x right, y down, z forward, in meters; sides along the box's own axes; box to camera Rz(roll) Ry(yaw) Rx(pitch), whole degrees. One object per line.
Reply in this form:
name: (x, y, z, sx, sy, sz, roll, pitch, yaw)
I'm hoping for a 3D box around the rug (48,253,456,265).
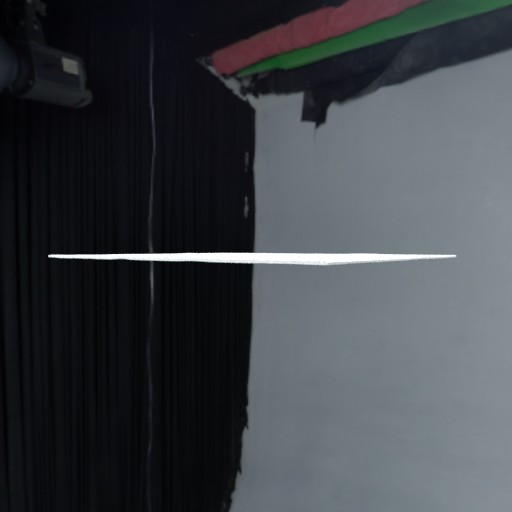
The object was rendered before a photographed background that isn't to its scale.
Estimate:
rug: (0.000, 0.000, 0.911, 0.639, 0.006, 0.548, 1, 1, 38)
